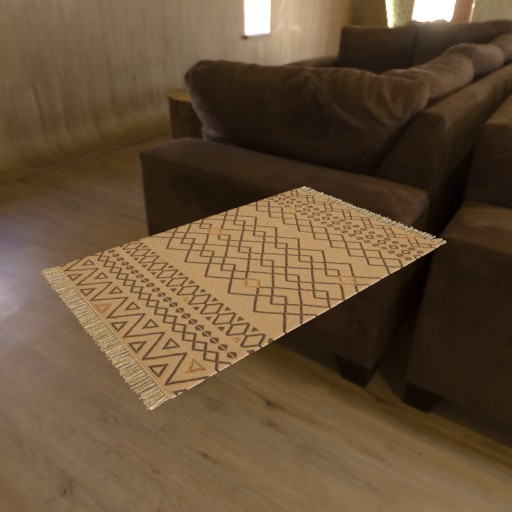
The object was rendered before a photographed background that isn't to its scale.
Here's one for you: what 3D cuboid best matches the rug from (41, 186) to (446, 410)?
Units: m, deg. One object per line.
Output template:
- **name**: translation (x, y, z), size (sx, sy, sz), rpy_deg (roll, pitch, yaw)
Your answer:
- **rug**: translation (0.000, 0.000, 2.537), size (2.023, 0.028, 1.224), rpy_deg (-22, 37, -34)
